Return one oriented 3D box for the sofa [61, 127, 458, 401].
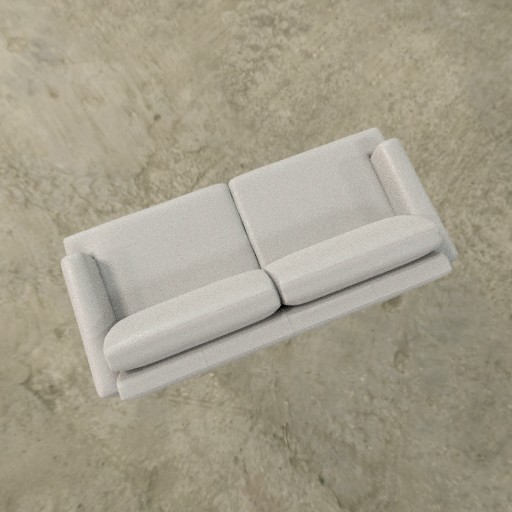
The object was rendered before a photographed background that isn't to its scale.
[{"bbox_3d":[0.000,0.000,2.408,1.940,0.765,0.974,-21,77,-5],"label":"sofa"}]
